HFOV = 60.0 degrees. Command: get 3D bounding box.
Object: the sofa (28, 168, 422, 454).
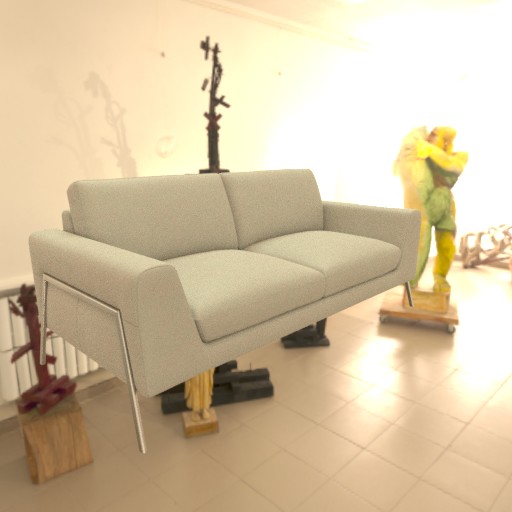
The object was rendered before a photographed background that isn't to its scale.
[{"bbox_3d":[0.000,0.000,2.408,0.953,0.875,2.017,13,19,43],"label":"sofa"}]
